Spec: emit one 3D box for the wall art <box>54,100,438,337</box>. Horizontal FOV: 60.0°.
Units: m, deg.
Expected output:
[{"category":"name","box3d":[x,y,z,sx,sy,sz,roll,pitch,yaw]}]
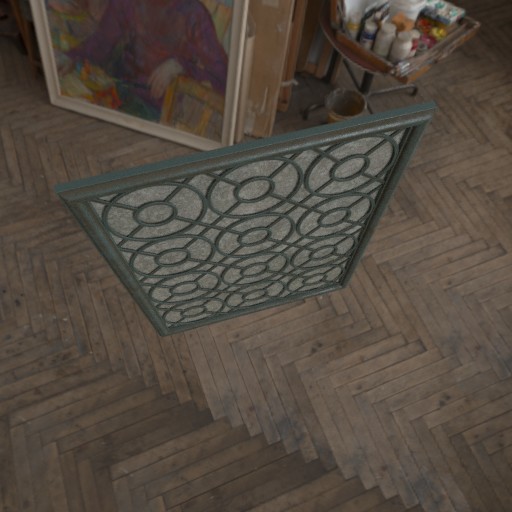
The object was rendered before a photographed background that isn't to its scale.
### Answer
[{"category":"wall art","box3d":[0.000,0.000,1.301,0.767,0.983,0.030,-14,65,-7]}]
